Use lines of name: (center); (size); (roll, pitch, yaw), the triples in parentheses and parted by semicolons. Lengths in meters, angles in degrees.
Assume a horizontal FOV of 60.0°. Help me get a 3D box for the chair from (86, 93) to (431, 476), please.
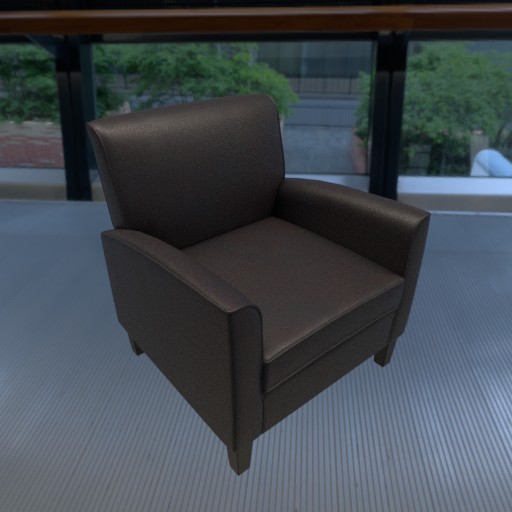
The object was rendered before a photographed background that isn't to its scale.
chair: (0.000, 0.000, 1.547); (0.820, 0.916, 0.819); (-23, 38, -33)
